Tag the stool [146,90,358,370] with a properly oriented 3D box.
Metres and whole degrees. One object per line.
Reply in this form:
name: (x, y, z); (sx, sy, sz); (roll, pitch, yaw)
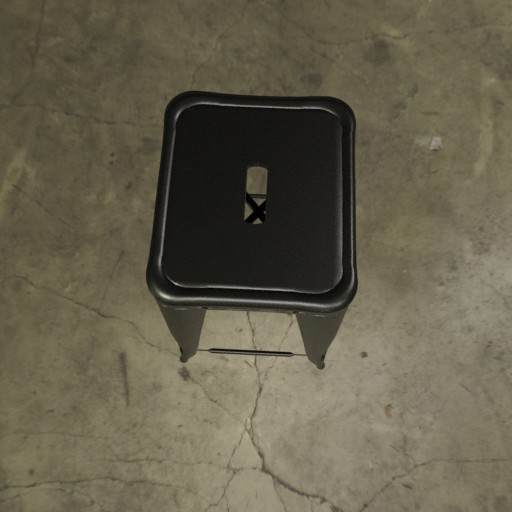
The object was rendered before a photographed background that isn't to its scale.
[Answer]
stool: (0.000, 0.000, 0.847); (0.359, 0.609, 0.399); (2, 75, 1)
